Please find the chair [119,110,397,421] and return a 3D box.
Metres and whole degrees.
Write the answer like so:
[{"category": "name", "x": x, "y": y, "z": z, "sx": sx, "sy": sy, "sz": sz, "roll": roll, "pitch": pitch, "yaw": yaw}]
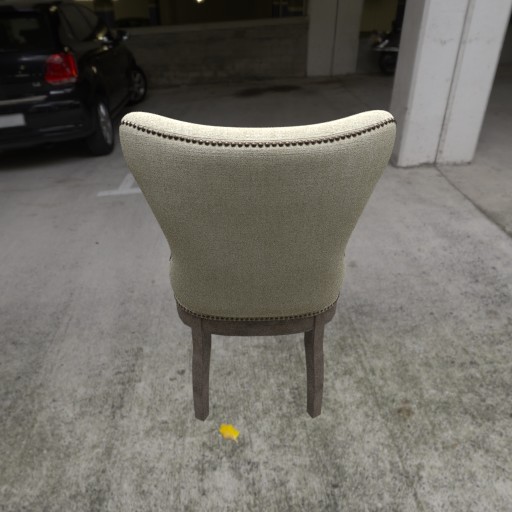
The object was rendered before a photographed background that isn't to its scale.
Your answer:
[{"category": "chair", "x": 0.000, "y": 0.000, "z": 1.439, "sx": 0.654, "sy": 1.002, "sz": 0.681, "roll": -1, "pitch": 31, "yaw": -2}]
